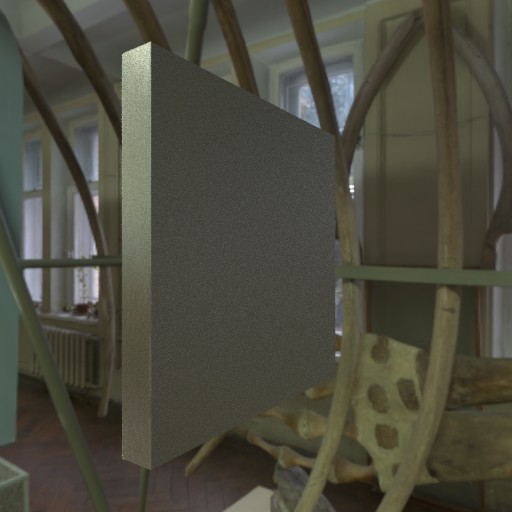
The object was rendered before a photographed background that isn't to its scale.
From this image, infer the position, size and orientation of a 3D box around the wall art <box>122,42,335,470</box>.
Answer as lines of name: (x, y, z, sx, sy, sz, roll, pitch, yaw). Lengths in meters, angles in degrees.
wall art: (0.000, 0.000, 0.515, 0.038, 0.350, 0.350, 0, 0, 35)
